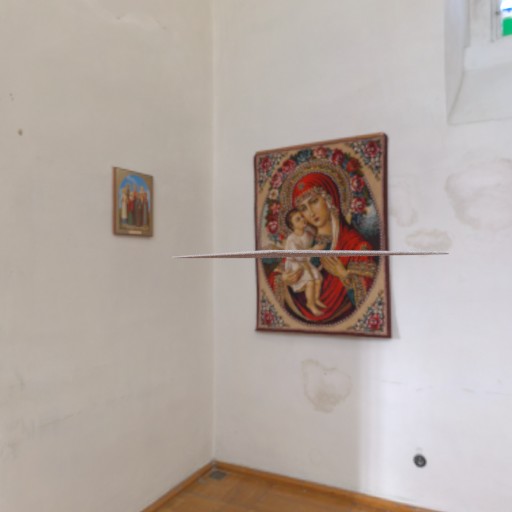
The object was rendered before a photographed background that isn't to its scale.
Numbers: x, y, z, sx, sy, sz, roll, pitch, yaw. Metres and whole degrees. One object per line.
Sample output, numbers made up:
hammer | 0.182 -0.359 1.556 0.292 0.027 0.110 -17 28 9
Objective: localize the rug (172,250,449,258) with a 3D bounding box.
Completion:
rug | 0.000 0.000 2.513 0.666 0.011 2.294 0 -1 -18
